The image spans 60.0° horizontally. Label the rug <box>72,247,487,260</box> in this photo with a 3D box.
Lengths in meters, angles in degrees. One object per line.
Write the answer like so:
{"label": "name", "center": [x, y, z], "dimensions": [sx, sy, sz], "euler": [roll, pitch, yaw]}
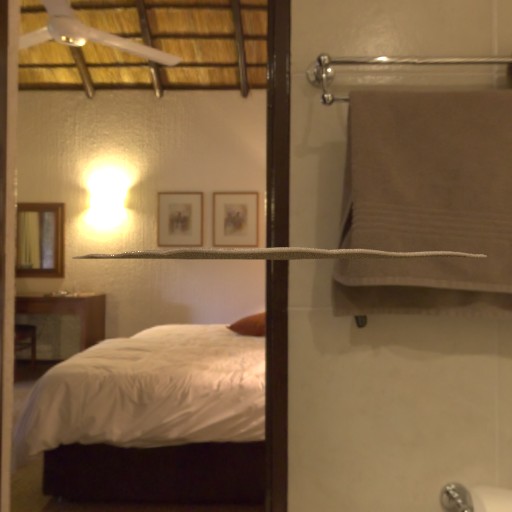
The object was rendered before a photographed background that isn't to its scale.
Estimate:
{"label": "rug", "center": [0.000, 0.000, 0.876], "dimensions": [0.551, 0.008, 0.642], "euler": [1, -1, -35]}
